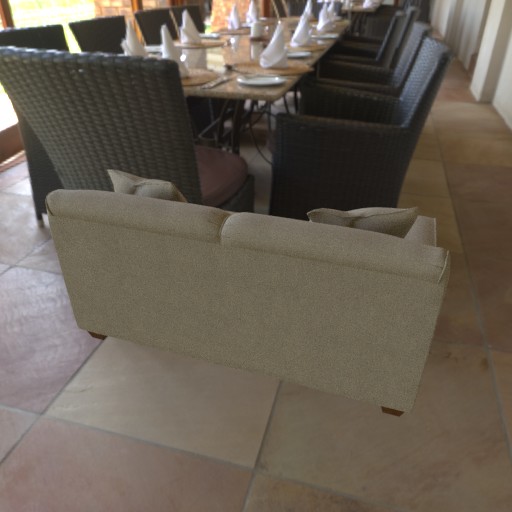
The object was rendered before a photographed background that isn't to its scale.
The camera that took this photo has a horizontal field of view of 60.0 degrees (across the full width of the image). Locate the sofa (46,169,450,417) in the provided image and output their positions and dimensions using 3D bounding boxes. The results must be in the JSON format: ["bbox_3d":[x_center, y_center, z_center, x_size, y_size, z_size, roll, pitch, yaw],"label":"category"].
[{"bbox_3d":[0.000,0.000,2.461,1.846,0.958,0.998,10,33,16],"label":"sofa"}]
